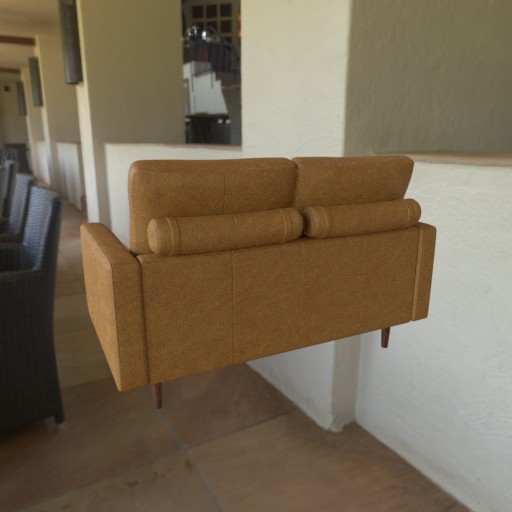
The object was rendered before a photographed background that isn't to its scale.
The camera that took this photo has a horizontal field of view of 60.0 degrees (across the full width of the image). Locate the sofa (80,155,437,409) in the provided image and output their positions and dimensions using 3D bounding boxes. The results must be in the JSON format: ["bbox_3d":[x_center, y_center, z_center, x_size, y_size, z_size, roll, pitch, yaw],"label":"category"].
[{"bbox_3d":[0.000,0.000,2.021,1.430,0.898,0.868,-7,16,-26],"label":"sofa"}]
